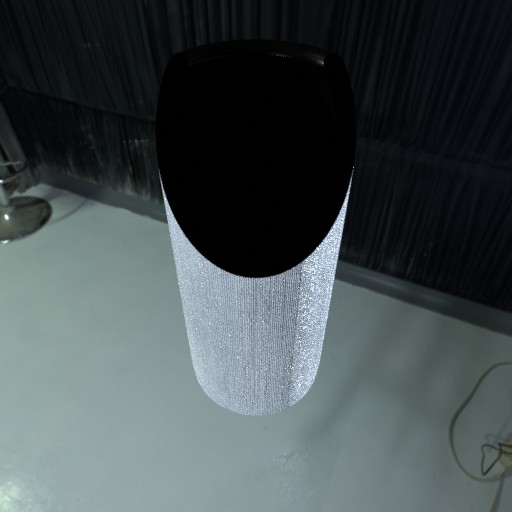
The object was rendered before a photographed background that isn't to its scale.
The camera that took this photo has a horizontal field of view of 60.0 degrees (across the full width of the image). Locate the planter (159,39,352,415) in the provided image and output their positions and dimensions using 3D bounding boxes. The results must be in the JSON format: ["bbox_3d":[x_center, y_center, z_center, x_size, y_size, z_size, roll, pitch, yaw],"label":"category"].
[{"bbox_3d":[0.000,0.000,0.126,0.045,0.103,0.045,15,45,15],"label":"planter"}]
